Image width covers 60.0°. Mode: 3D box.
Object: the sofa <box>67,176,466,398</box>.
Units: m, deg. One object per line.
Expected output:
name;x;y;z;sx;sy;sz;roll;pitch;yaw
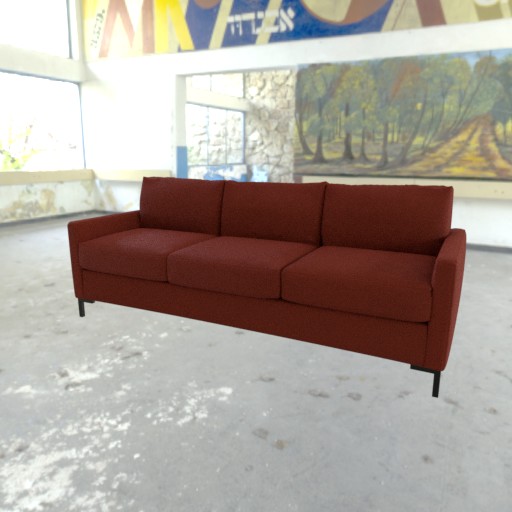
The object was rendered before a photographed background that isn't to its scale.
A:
sofa;0.000;0.000;2.656;2.252;0.879;0.875;7;15;26
